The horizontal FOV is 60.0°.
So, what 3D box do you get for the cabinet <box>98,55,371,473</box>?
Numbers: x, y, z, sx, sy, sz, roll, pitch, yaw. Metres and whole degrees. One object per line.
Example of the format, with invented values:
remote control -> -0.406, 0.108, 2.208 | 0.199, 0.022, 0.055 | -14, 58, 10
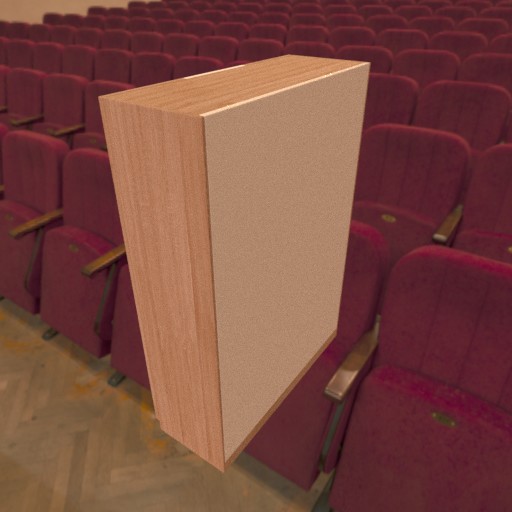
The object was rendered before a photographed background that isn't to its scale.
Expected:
cabinet -> 0.000, 0.000, 2.781 | 0.590, 2.120, 1.500 | 20, 37, 29
